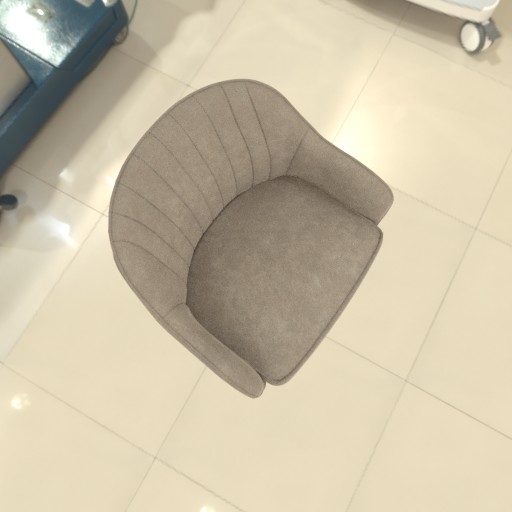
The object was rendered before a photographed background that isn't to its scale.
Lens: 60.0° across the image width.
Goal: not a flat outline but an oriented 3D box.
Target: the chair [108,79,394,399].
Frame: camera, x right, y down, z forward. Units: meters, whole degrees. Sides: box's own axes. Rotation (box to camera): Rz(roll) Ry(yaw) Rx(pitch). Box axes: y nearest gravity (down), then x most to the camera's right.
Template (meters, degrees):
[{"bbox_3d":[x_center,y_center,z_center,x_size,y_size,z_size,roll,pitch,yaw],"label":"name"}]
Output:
[{"bbox_3d":[0.000,0.000,1.263,0.573,0.831,0.635,35,79,8],"label":"chair"}]
